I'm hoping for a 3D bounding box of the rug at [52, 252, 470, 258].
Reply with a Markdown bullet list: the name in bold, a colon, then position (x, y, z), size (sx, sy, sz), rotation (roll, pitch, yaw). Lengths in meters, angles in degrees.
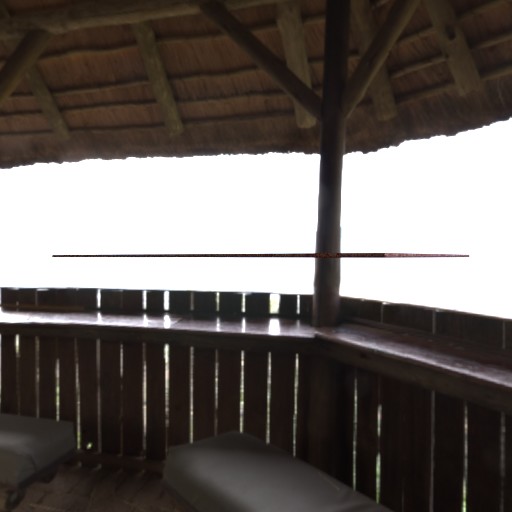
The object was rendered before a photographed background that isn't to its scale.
- **rug**: position (0.000, 0.000, 2.323), size (1.829, 0.016, 1.219), rotation (0, 0, 36)
